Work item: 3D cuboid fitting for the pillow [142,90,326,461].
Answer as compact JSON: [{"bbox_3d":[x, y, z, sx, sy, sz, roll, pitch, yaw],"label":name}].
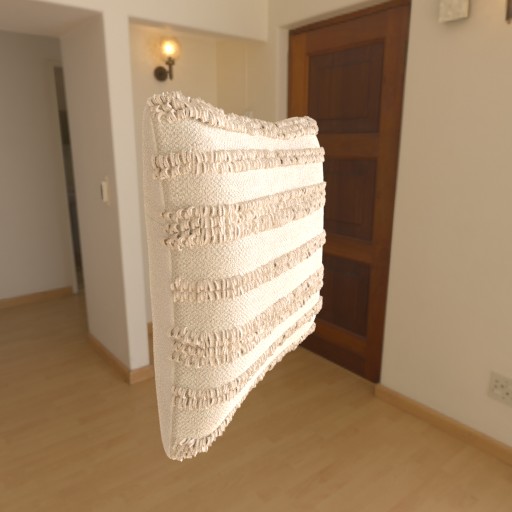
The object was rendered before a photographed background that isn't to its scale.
[{"bbox_3d":[0.000,0.000,0.658,0.145,0.427,0.437,7,16,26],"label":"pillow"}]
